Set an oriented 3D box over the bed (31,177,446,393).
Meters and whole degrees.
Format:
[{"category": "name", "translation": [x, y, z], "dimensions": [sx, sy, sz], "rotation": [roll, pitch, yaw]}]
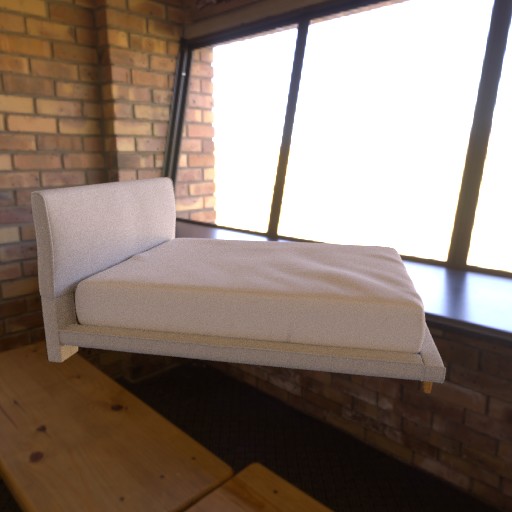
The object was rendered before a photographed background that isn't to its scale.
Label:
[{"category": "bed", "translation": [0.000, 0.000, 3.472], "dimensions": [2.498, 1.126, 1.980], "rotation": [3, 13, 12]}]
